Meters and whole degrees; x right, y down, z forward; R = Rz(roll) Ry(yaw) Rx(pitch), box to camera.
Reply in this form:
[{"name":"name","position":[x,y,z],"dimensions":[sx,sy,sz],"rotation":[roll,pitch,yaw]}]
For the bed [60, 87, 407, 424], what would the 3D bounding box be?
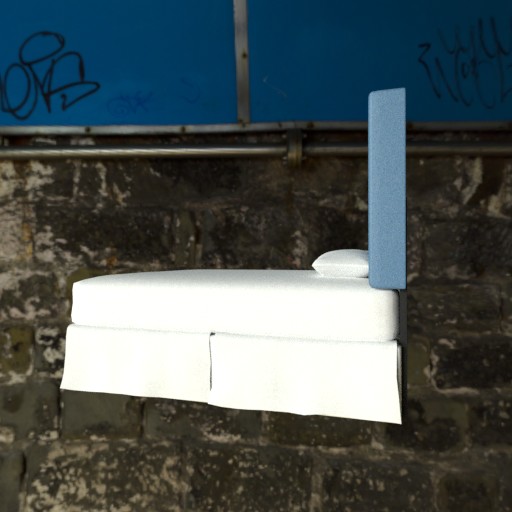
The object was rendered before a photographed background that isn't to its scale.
[{"name":"bed","position":[0.000,0.000,3.251],"dimensions":[2.078,1.665,1.719],"rotation":[0,0,18]}]
